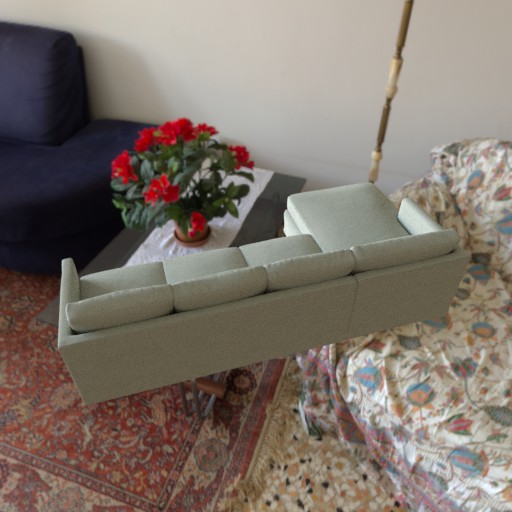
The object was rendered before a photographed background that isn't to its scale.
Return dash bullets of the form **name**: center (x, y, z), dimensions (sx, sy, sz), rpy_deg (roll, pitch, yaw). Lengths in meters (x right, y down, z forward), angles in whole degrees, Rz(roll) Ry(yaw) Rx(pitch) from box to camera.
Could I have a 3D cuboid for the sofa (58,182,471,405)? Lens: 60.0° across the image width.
- **sofa**: center (0.000, 0.000, 3.996), dimensions (3.205, 0.922, 1.650), rpy_deg (-11, 42, -13)
